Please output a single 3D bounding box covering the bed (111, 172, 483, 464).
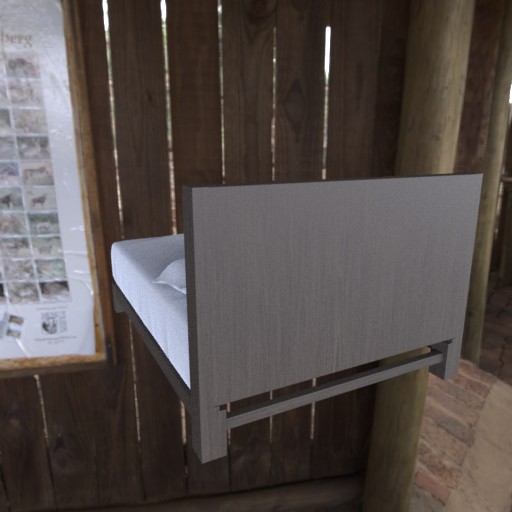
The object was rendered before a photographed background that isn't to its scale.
[{"bbox_3d":[0.000,0.000,3.240,1.727,1.270,2.242,-7,16,-26],"label":"bed"}]
